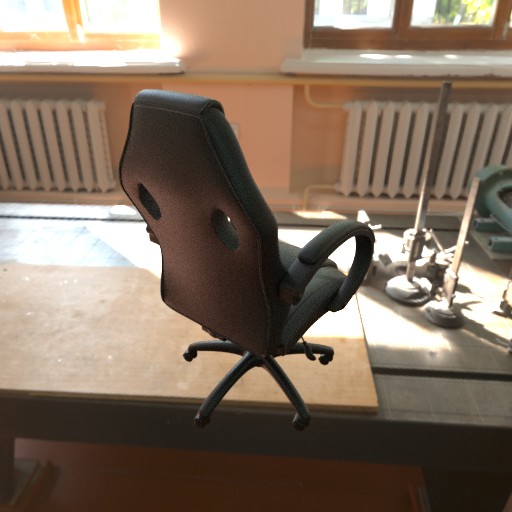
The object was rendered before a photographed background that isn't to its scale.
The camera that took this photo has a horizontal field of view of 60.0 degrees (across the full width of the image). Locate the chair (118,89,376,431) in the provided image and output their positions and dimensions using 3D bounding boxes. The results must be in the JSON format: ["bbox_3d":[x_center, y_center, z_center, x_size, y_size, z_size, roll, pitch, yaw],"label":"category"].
[{"bbox_3d":[0.000,0.000,1.590,0.673,1.187,0.724,21,35,34],"label":"chair"}]
